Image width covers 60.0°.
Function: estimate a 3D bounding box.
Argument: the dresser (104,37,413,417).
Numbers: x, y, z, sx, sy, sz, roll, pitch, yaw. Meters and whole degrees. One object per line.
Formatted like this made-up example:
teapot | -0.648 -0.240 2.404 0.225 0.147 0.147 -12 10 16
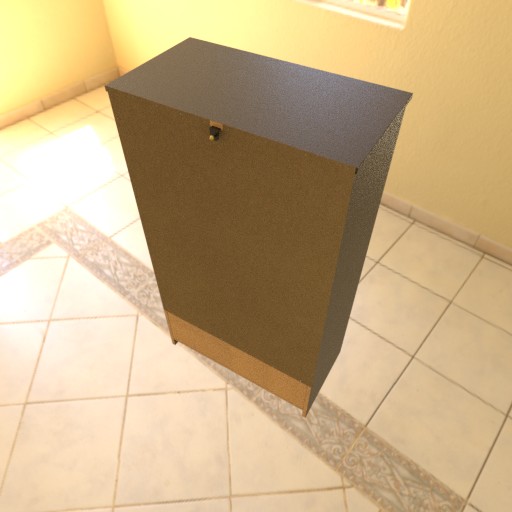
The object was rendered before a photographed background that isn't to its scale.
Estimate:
dresser | 0.000 0.000 1.597 0.704 1.254 0.418 24 51 20
